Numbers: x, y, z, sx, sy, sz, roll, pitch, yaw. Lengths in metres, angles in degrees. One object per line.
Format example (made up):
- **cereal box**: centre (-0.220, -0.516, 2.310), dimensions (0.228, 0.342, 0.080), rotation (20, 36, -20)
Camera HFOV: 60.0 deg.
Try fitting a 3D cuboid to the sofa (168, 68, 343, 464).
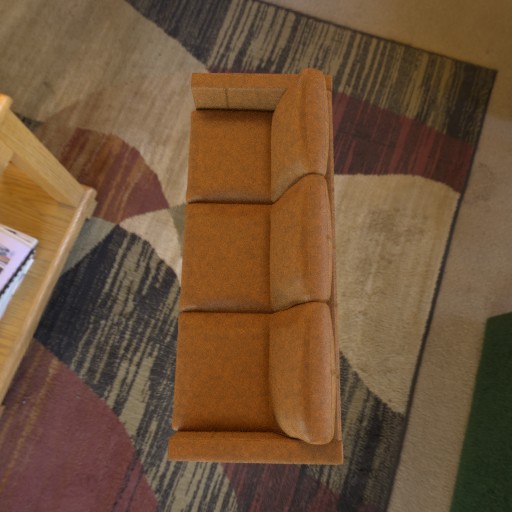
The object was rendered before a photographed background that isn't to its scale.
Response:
- **sofa**: centre (0.000, 0.000, 2.680), dimensions (0.903, 0.930, 2.231), rotation (1, 75, 0)
